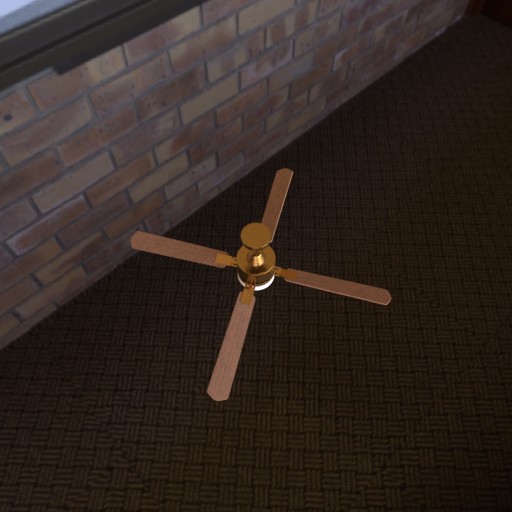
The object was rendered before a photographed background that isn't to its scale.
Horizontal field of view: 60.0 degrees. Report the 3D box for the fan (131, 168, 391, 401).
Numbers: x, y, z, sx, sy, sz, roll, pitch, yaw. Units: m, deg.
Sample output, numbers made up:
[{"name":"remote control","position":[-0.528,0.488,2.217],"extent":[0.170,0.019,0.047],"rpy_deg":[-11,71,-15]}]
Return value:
[{"name":"fan","position":[0.000,0.000,2.088],"extent":[1.320,0.355,1.320],"rpy_deg":[13,60,7]}]
